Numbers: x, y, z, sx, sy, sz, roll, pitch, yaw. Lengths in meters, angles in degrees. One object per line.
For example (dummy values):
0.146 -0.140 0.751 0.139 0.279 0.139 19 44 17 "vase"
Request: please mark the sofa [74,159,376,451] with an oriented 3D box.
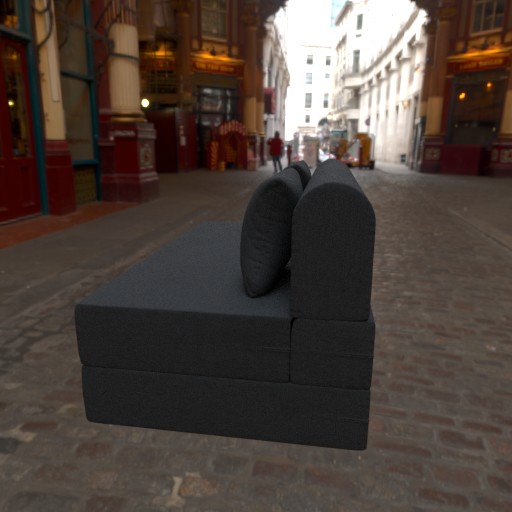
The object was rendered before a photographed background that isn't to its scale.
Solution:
0.000 0.000 1.665 0.762 0.670 1.225 2 15 9 "sofa"
